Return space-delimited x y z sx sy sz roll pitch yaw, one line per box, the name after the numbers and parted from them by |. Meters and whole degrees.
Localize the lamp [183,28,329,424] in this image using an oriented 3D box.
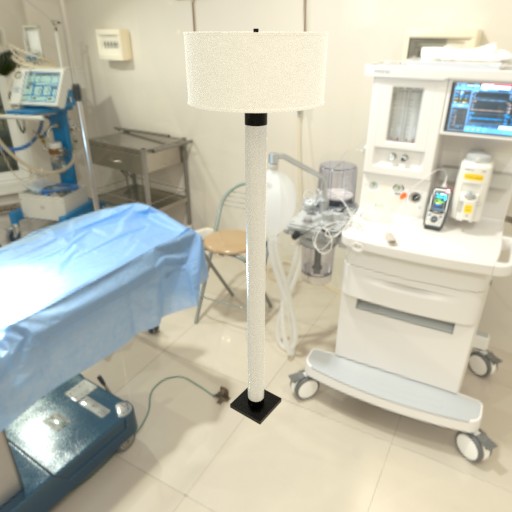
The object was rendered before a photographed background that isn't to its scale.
0.000 0.000 1.616 0.420 1.475 0.420 18 32 32 | lamp
